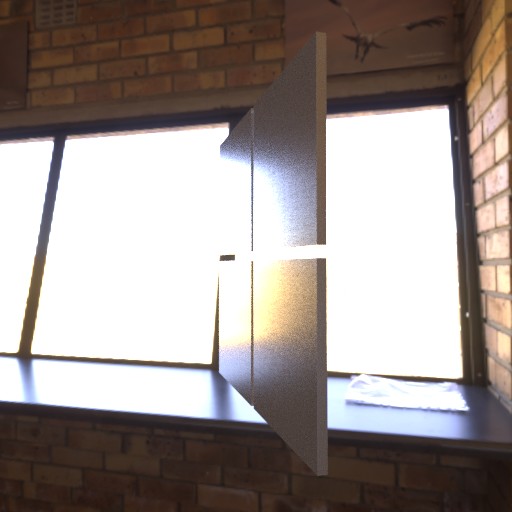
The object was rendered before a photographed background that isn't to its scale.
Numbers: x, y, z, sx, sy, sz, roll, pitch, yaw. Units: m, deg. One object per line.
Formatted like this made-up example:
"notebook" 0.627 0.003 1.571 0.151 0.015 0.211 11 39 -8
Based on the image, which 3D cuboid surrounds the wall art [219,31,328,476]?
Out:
"wall art" 0.000 0.000 1.653 0.029 1.118 1.118 0 -1 -17
